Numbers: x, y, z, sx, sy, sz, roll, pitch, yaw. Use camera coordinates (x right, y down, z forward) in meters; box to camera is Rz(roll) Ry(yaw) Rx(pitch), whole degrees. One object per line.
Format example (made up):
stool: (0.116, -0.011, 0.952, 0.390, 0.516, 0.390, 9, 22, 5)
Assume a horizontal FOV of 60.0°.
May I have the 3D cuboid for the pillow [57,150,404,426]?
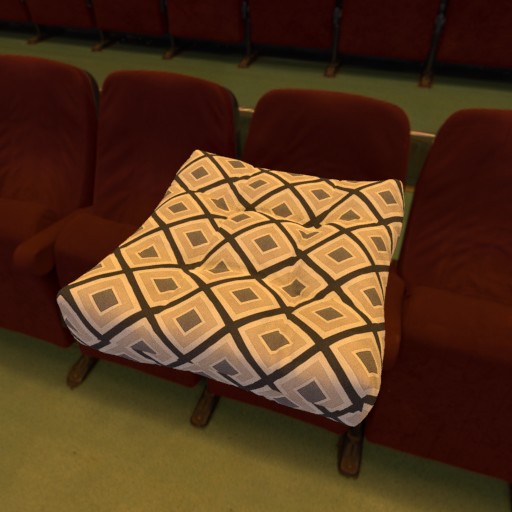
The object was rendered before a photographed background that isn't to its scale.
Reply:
pillow: (0.000, 0.000, 0.770, 0.468, 0.128, 0.490, 12, 42, 14)
